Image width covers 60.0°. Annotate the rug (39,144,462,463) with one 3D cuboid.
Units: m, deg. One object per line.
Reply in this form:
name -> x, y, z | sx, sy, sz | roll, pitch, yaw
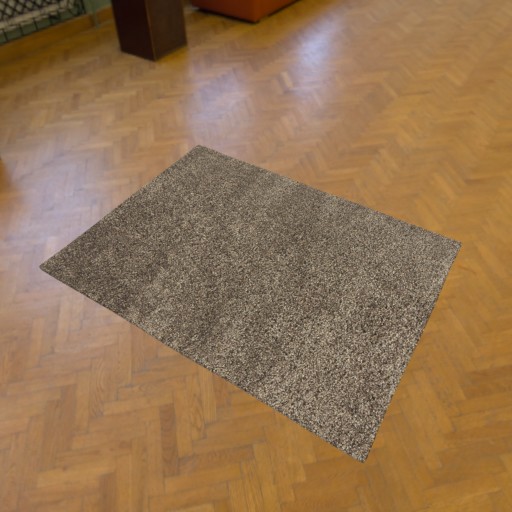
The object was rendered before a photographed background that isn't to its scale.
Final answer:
rug -> 0.000, 0.000, 2.090 | 1.601, 0.025, 1.198 | 25, 51, 22
